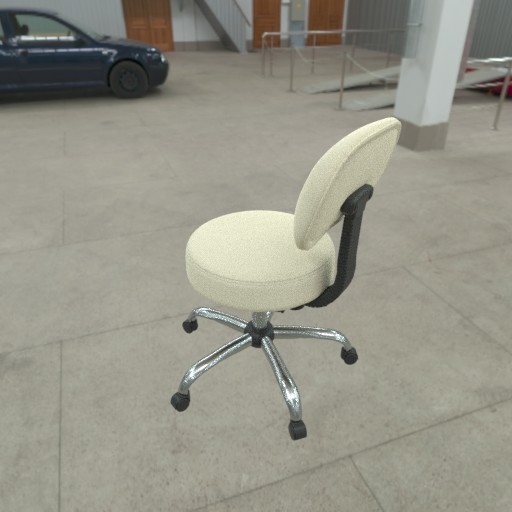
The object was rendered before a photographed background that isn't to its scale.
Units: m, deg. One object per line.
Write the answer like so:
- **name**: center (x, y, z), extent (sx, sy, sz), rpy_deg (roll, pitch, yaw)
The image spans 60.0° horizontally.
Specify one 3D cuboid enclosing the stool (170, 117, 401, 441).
- **stool**: center (0.000, 0.000, 1.254), extent (0.616, 0.810, 0.609), rpy_deg (19, 35, 29)
